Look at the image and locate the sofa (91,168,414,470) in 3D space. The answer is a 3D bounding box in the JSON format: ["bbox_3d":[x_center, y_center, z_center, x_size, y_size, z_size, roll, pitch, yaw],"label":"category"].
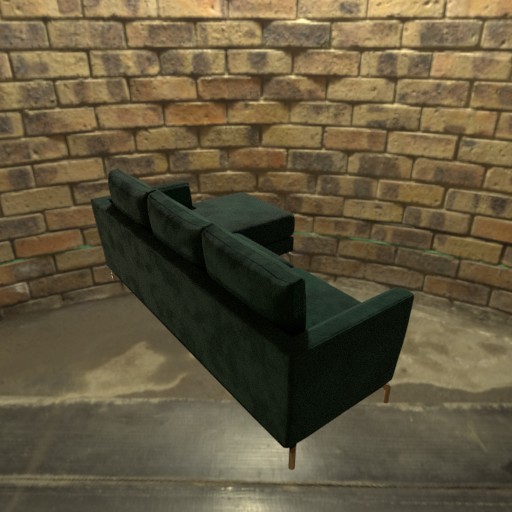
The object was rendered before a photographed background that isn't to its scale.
[{"bbox_3d":[0.000,0.000,3.170,1.489,1.007,2.441,-19,32,-33],"label":"sofa"}]
